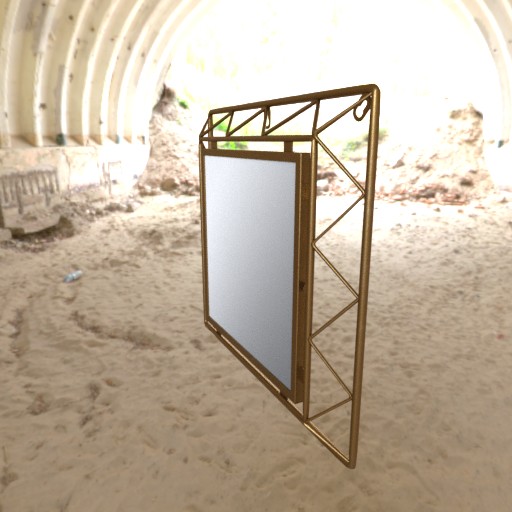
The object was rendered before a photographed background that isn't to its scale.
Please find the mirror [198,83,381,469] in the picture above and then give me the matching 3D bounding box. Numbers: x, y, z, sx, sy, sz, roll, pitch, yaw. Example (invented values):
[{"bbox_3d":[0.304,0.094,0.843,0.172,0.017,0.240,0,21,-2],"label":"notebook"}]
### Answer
[{"bbox_3d":[0.000,0.000,0.619,0.046,0.414,0.416,-7,16,-26],"label":"mirror"}]
